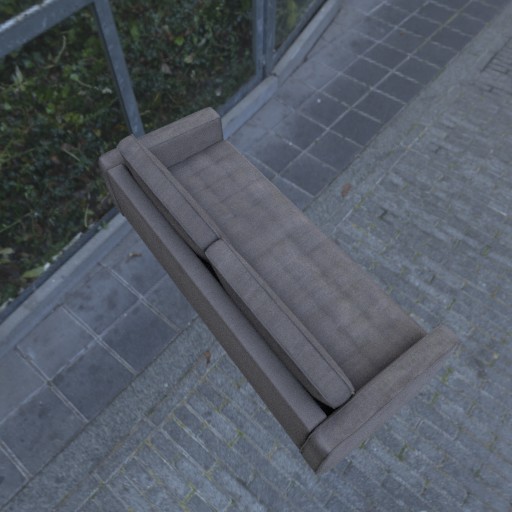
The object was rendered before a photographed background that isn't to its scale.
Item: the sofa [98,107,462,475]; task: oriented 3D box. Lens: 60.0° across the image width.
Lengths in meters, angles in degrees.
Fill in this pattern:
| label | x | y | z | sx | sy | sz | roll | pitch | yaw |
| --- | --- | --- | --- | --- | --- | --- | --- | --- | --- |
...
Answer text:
| label | x | y | z | sx | sy | sz | roll | pitch | yaw |
| --- | --- | --- | --- | --- | --- | --- | --- | --- | --- |
| sofa | 0.000 | 0.000 | 2.681 | 0.923 | 0.813 | 2.295 | -32 | 62 | -19 |
